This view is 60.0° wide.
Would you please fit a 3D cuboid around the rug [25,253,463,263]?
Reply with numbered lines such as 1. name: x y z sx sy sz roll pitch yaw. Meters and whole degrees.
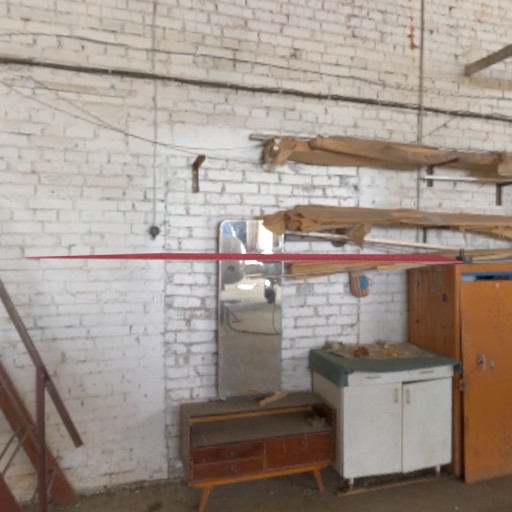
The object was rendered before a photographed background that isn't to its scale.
1. rug: 0.000 0.000 2.307 1.814 0.008 1.209 0 1 18
